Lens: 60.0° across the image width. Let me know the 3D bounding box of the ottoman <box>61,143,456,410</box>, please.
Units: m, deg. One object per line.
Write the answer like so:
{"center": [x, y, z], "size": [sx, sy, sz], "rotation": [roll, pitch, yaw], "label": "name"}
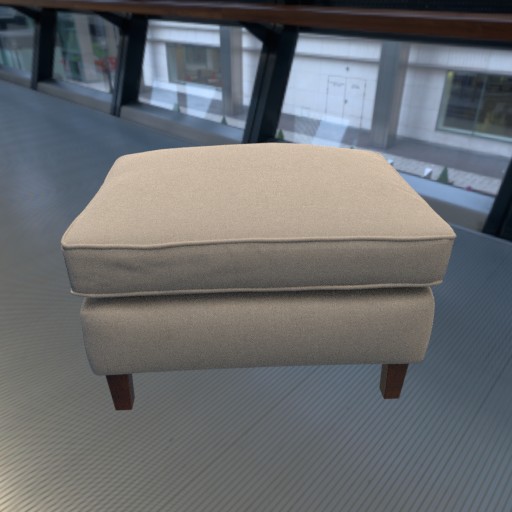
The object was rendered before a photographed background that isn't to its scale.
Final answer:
{"center": [0.000, 0.000, 0.987], "size": [0.665, 0.456, 0.501], "rotation": [-1, 30, -3], "label": "ottoman"}
